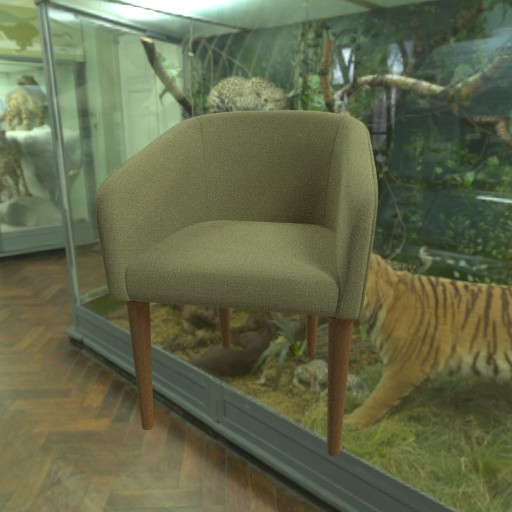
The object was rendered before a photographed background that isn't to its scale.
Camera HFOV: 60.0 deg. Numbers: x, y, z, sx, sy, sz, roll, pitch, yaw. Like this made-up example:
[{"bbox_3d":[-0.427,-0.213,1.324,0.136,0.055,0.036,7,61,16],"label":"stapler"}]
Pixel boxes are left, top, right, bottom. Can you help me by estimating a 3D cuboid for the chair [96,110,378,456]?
[{"bbox_3d":[0.000,0.000,1.207,0.584,0.775,0.616,3,16,11],"label":"chair"}]
